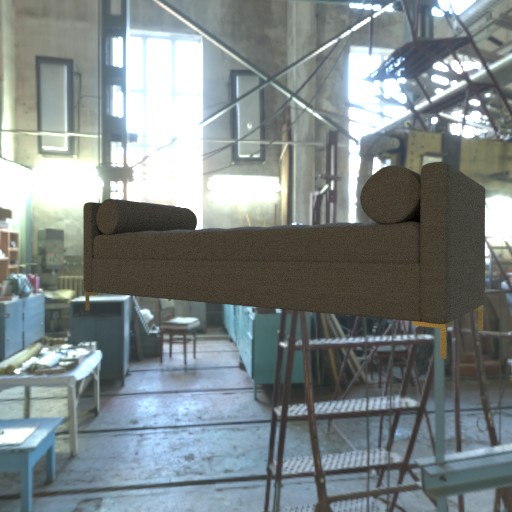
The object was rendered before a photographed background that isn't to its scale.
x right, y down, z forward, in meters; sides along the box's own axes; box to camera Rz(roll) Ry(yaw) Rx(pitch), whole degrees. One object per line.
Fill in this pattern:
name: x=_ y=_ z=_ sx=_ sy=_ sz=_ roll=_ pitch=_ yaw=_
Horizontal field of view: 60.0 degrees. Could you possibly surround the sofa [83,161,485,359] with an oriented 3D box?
sofa: x=0.000 y=0.000 z=2.239 sx=1.981 sy=0.635 sz=0.686 roll=0 pitch=1 yaw=36
